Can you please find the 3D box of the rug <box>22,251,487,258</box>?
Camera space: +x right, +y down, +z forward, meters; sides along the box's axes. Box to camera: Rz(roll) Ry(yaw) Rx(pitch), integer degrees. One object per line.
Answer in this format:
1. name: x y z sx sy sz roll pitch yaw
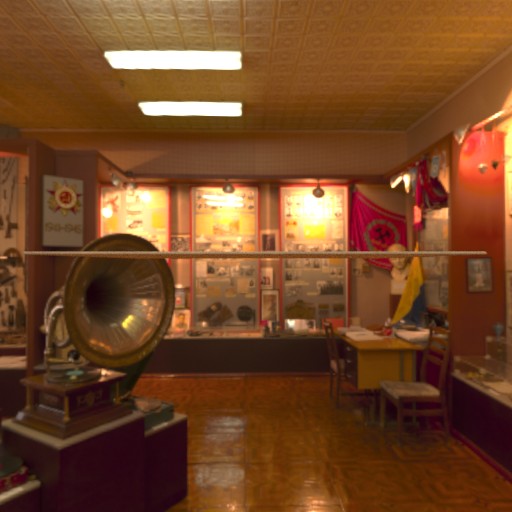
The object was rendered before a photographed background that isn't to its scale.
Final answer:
1. rug: 0.000 0.000 4.016 2.976 0.018 2.430 0 -1 0
